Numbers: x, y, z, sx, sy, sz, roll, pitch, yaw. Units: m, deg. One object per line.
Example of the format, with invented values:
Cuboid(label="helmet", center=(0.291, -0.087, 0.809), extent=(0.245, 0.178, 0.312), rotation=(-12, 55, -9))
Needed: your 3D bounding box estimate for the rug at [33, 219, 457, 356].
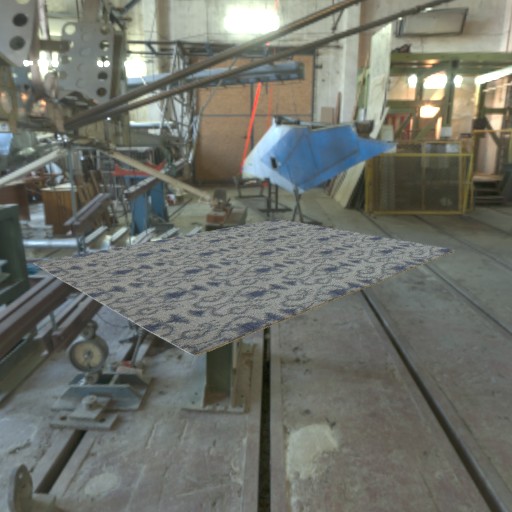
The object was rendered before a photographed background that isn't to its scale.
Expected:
Cuboid(label="rug", center=(0.000, 0.000, 4.169), extent=(3.205, 0.015, 2.437), rotation=(-14, 20, -42))
